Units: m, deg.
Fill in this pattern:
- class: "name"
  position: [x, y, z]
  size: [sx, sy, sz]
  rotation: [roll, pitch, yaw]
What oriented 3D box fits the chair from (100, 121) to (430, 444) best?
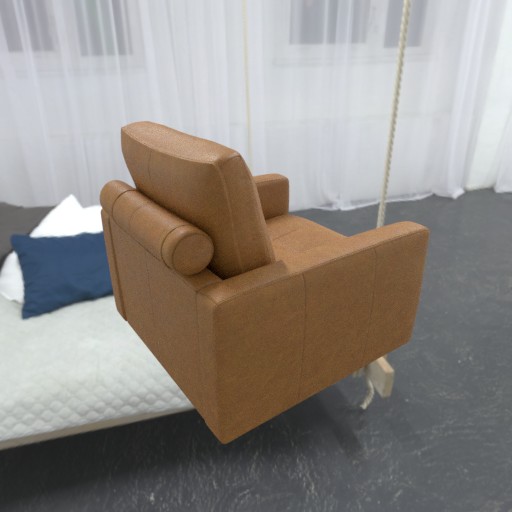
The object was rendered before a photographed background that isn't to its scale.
- class: "chair"
  position: [0.000, 0.000, 1.540]
  size: [0.868, 0.896, 0.831]
  rotation: [-17, 31, -31]
